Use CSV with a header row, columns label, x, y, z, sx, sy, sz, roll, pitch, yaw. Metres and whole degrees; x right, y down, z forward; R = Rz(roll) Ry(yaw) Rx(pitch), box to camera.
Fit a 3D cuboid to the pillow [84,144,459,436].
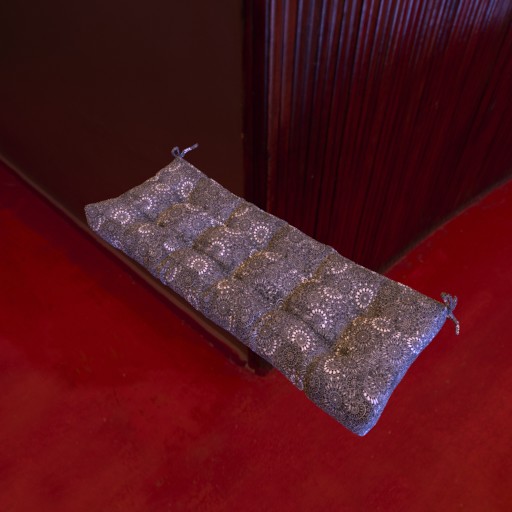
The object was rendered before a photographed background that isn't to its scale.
label,x,y,z,sx,sy,sz,roll,pitch,yaw
pillow,0.000,0.000,1.387,1.194,0.174,0.511,33,54,27
